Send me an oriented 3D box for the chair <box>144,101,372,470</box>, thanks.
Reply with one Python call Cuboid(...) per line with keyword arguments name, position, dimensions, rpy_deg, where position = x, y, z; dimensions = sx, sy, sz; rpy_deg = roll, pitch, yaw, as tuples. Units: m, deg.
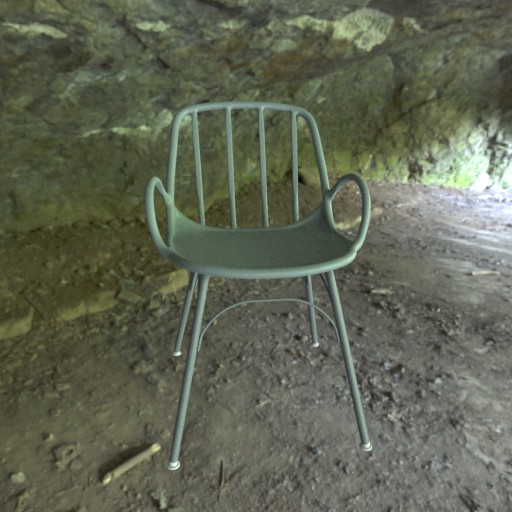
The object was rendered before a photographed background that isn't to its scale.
Cuboid(name="chair", position=(0.000, 0.000, 1.198), dimensions=(0.549, 0.816, 0.597), rpy_deg=(-2, 17, -7))
